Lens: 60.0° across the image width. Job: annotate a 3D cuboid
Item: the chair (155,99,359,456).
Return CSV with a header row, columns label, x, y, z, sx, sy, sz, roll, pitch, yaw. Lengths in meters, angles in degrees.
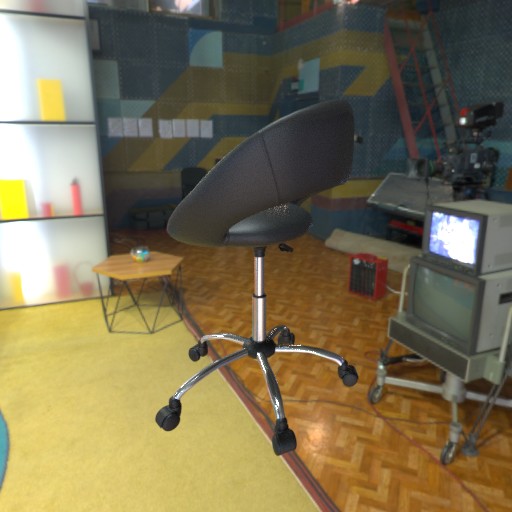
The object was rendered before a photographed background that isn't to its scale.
label,x,y,z,sx,sy,sz,roll,pitch,yaw
chair,0.000,0.000,1.205,0.538,0.791,0.612,8,17,26
